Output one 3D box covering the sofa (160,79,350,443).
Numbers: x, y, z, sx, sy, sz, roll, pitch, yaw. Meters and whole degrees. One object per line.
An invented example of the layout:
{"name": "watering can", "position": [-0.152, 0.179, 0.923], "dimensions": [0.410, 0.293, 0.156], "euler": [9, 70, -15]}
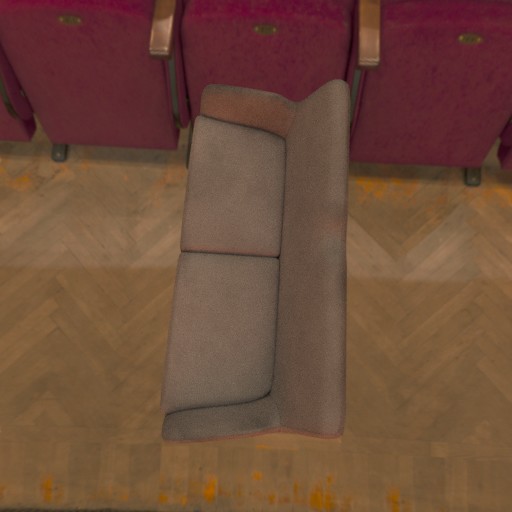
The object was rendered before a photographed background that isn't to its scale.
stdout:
{"name": "sofa", "position": [0.000, 0.000, 2.365], "dimensions": [0.850, 0.810, 1.870], "euler": [4, 74, 1]}
